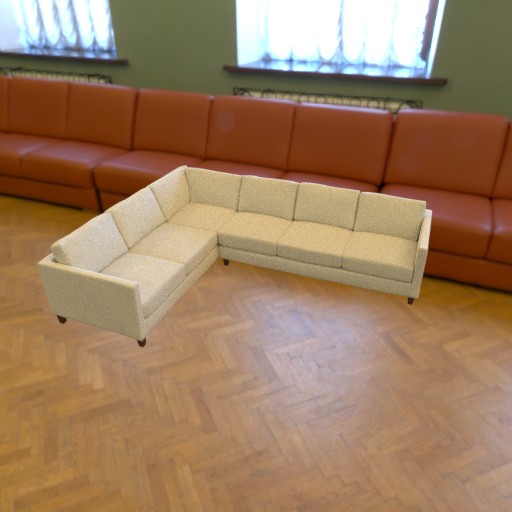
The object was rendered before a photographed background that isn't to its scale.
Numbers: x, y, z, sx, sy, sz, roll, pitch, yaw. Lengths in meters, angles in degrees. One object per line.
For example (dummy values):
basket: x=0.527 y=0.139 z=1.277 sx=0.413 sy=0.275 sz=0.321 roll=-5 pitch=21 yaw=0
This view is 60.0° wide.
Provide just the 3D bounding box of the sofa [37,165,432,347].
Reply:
sofa: x=0.000 y=0.000 z=4.452 sx=3.182 sy=0.863 sz=2.432 roll=11 pitch=33 yaw=18
